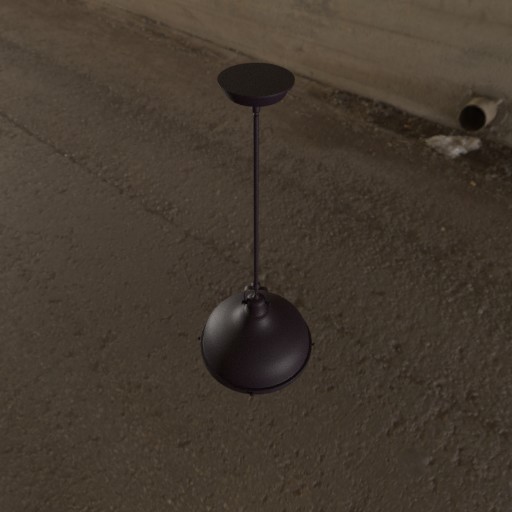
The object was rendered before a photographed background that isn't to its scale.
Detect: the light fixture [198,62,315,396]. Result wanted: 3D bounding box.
[{"bbox_3d":[0.000,0.000,1.044,0.341,0.849,0.341,3,46,3],"label":"light fixture"}]
